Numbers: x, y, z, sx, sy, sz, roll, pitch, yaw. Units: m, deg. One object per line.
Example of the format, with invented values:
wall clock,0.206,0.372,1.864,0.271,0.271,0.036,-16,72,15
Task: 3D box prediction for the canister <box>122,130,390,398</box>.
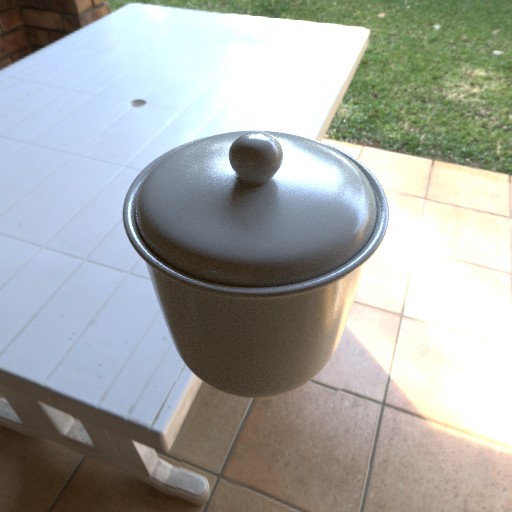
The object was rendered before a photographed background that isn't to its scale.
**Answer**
canister,0.000,0.000,0.349,0.182,0.208,0.182,0,44,0
